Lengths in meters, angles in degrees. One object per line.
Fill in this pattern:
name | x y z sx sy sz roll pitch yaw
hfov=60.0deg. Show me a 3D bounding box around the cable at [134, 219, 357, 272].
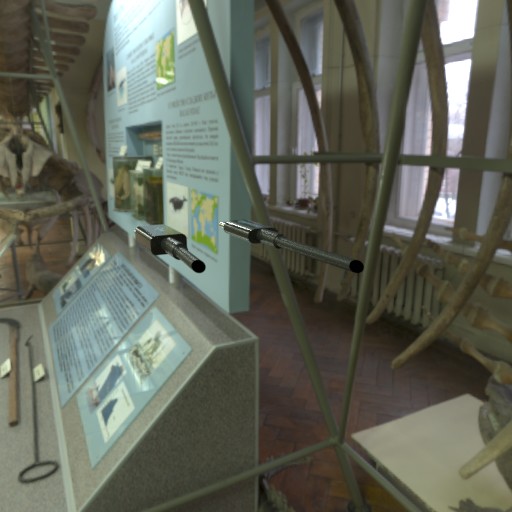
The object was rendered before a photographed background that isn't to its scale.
cable | 0.000 0.000 0.110 0.040 0.006 0.098 -7 15 -27
